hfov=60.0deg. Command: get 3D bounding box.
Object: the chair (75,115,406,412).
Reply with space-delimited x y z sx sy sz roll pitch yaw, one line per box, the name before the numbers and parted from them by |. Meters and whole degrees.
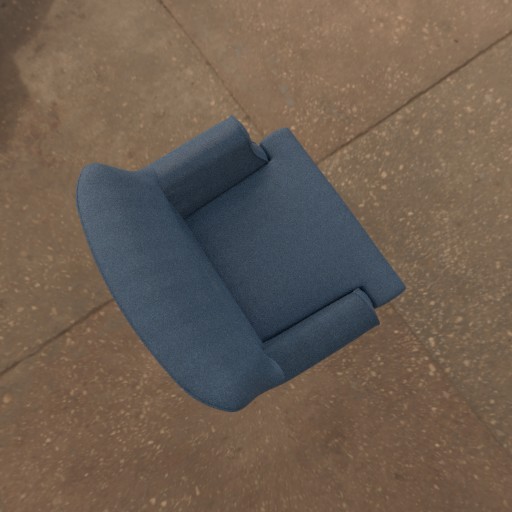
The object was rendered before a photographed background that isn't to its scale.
chair | 0.000 0.000 1.440 0.754 0.878 0.770 -32 78 -8
